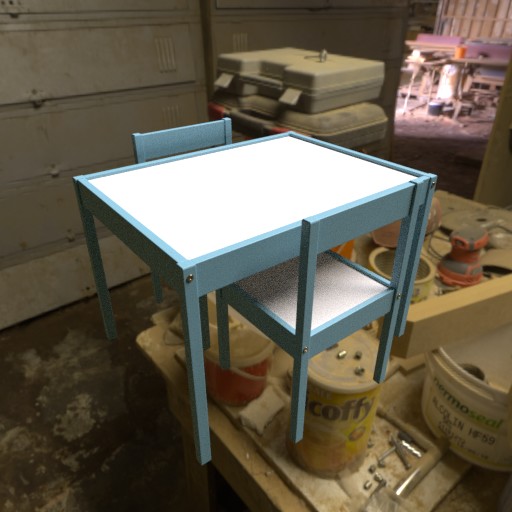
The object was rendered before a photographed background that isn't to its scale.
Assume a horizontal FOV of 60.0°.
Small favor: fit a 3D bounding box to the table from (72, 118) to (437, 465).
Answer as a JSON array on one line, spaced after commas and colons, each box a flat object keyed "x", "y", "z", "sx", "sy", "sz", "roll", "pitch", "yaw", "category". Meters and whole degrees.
[{"x": 0.000, "y": 0.000, "z": 1.071, "sx": 0.639, "sy": 0.503, "sz": 0.633, "roll": -21, "pitch": 36, "yaw": -32, "category": "table"}]
